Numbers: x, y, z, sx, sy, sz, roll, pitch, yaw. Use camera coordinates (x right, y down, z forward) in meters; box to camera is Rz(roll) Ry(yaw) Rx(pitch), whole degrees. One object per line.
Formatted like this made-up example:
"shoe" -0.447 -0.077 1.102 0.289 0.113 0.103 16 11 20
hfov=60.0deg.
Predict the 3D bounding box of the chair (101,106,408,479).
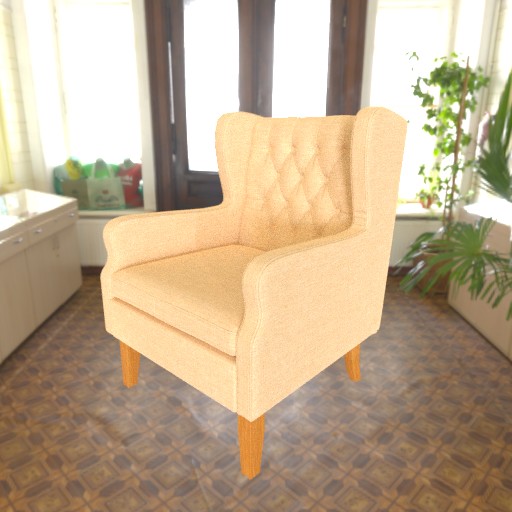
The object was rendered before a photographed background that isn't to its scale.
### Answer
"chair" 0.000 0.000 1.466 0.710 0.930 0.760 15 22 42
